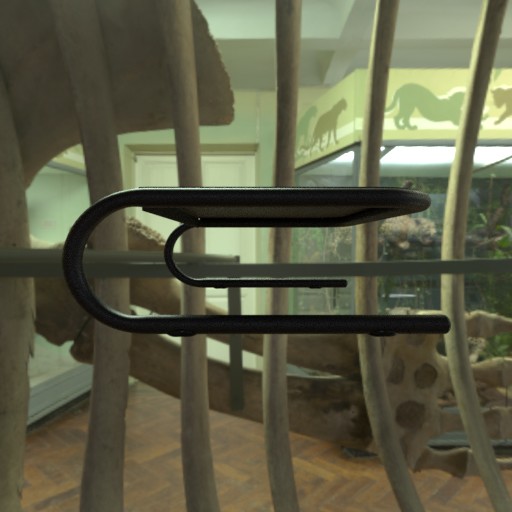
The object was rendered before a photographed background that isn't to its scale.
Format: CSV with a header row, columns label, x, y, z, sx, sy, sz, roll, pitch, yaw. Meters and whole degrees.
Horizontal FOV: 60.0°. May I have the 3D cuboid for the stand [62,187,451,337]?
label,x,y,z,sx,sy,sz,roll,pitch,yaw
stand,0.000,0.000,0.498,0.280,0.108,0.370,0,1,0
